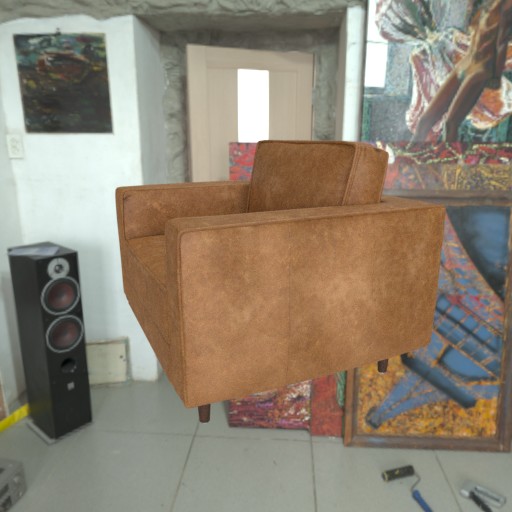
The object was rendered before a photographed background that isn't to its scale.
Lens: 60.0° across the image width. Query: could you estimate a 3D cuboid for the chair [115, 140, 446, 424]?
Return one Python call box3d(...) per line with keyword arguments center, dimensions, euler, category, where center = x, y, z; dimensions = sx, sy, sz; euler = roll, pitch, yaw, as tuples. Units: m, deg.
box3d(center=(0.000, 0.000, 1.518), dimensions=(0.798, 0.767, 0.928), euler=(-7, 17, -24), category="chair")
